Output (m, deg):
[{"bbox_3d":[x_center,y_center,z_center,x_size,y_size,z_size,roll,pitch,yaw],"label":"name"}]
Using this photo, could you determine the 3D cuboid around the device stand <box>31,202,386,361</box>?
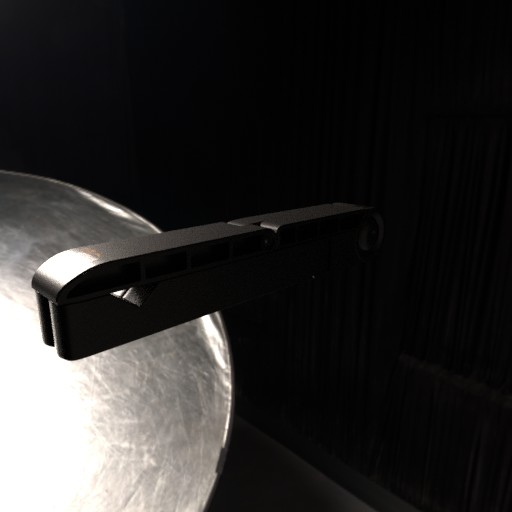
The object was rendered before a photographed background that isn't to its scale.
[{"bbox_3d":[0.000,0.000,0.195,0.179,0.030,0.026,-15,21,-42],"label":"device stand"}]
